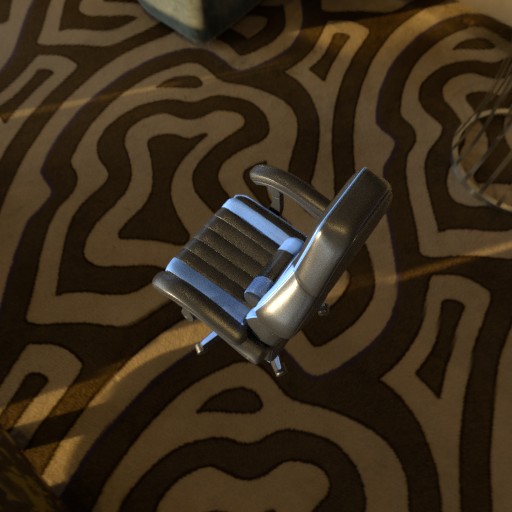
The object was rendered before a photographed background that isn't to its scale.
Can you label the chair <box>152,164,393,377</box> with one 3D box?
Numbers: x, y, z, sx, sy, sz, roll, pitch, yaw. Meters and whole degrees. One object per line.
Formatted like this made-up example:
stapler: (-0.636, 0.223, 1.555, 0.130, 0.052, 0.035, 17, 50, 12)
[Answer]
chair: (0.000, 0.000, 1.695, 0.700, 1.280, 0.700, 33, 68, 15)
